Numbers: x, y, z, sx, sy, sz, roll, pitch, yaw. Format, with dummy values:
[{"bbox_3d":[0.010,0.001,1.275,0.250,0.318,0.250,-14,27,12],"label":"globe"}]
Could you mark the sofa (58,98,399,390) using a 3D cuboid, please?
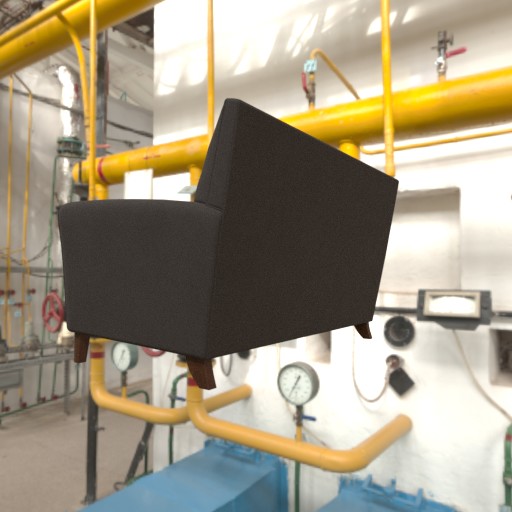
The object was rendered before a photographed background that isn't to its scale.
[{"bbox_3d":[0.000,0.000,2.012,0.871,0.846,1.420,-2,-3,36],"label":"sofa"}]
